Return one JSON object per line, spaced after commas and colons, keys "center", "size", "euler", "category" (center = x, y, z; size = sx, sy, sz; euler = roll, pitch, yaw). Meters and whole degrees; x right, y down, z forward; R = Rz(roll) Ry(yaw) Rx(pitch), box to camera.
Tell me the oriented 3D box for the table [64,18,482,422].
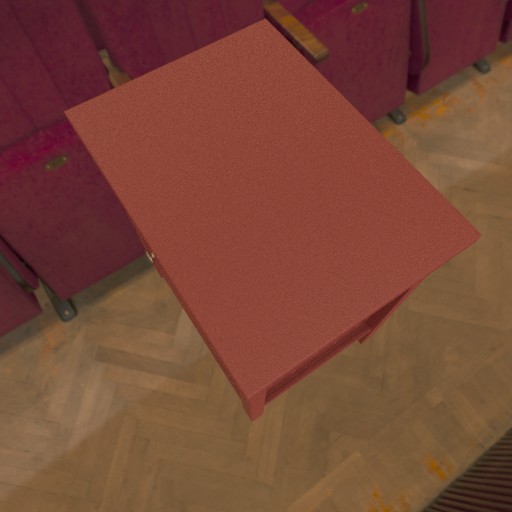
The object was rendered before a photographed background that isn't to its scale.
{"center": [0.000, 0.000, 1.055], "size": [0.451, 0.686, 0.599], "euler": [-31, 69, -14], "category": "table"}
